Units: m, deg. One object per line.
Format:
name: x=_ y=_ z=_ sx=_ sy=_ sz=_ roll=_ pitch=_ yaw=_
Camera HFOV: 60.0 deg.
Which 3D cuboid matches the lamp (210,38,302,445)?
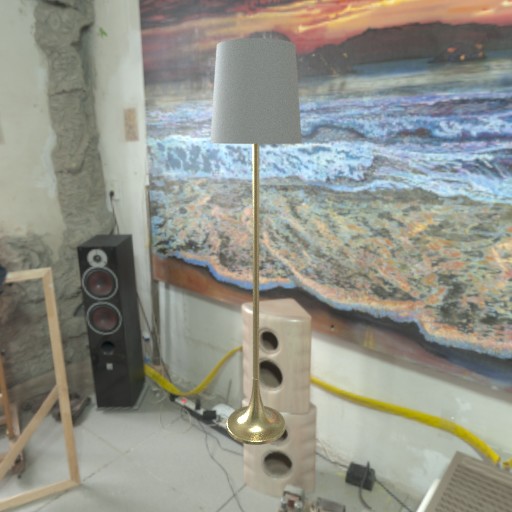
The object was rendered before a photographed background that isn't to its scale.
lamp: x=0.000 y=0.000 z=1.750 sx=0.337 sy=1.543 sz=0.337 roll=0 pitch=15 yaw=0
